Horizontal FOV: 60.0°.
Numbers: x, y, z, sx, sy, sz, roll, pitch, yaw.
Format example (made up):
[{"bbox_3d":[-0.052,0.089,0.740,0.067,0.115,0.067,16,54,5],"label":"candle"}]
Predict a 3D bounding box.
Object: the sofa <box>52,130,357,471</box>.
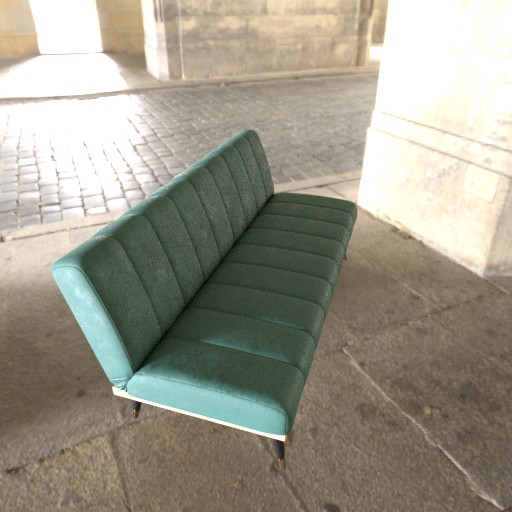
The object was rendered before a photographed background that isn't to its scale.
[{"bbox_3d":[0.000,0.000,2.252,0.830,0.820,1.810,9,31,16],"label":"sofa"}]
